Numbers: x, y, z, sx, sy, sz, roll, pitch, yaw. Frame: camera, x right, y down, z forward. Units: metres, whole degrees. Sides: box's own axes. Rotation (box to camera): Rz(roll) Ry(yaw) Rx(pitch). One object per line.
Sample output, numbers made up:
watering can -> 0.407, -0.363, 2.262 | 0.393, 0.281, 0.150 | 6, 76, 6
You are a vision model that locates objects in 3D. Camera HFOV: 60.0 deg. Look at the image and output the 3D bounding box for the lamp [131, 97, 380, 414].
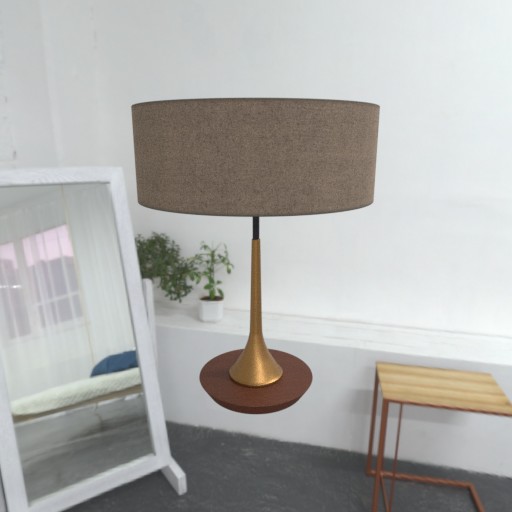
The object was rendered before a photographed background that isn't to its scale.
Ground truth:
lamp -> 0.000, 0.000, 0.835 | 0.417, 0.551, 0.396 | -2, 15, -7
